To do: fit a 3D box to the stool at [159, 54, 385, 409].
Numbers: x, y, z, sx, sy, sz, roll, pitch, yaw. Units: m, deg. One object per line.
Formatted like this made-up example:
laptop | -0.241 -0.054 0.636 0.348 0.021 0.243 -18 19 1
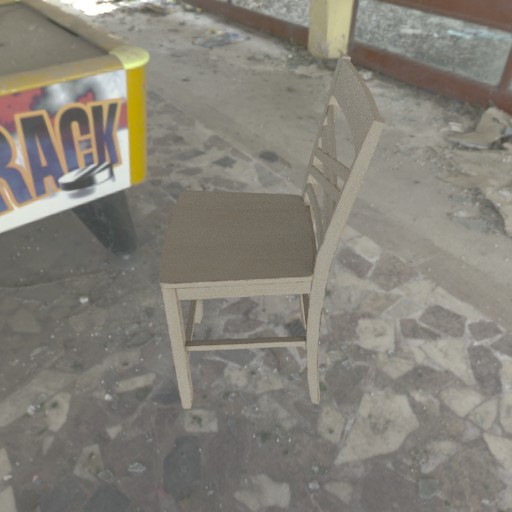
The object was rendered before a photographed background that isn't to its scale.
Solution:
stool | 0.000 0.000 1.397 0.539 1.079 0.462 0 40 0
